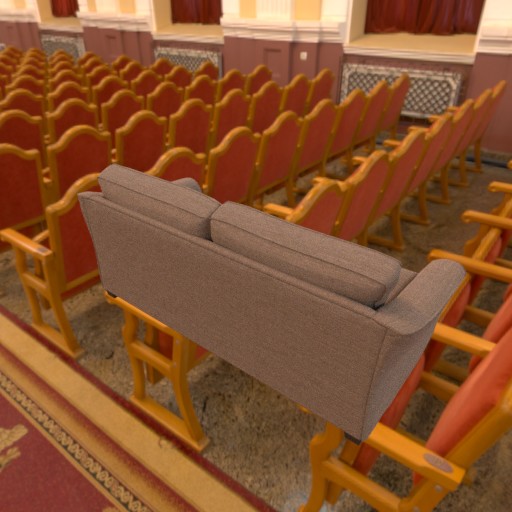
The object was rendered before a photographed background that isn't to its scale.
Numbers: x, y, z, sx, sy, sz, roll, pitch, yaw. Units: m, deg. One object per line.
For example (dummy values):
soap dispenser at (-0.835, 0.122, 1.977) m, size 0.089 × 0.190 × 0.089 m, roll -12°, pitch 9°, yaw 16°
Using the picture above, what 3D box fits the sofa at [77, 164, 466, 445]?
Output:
sofa at (0.000, 0.000, 2.750) m, size 2.270 × 0.965 × 0.980 m, roll 22°, pitch 37°, yaw 33°
